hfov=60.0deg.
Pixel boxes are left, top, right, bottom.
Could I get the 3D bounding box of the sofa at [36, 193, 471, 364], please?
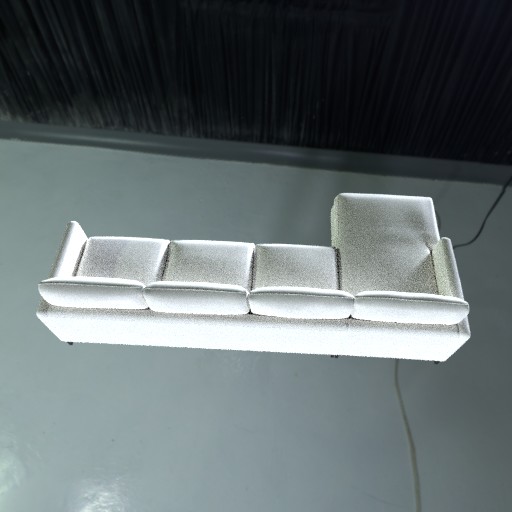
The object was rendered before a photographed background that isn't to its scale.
[{"bbox_3d":[0.000,0.000,3.728,3.186,0.875,1.467,3,58,2],"label":"sofa"}]
